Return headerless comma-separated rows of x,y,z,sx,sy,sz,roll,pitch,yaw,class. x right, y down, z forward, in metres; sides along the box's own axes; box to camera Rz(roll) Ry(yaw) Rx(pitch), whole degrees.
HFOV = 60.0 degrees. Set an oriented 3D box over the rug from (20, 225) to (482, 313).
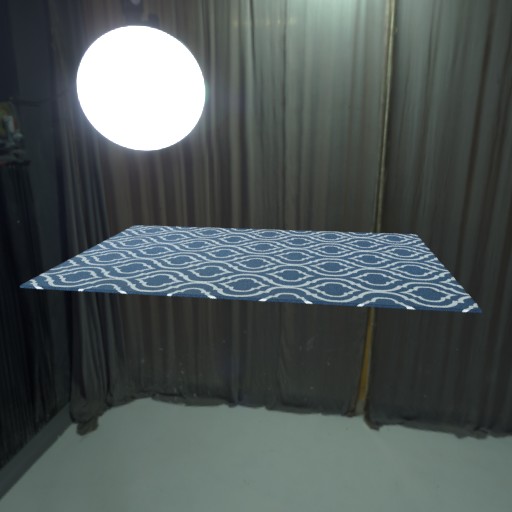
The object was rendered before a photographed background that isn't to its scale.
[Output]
0.000,0.000,2.197,1.753,0.010,1.143,2,16,8,rug
